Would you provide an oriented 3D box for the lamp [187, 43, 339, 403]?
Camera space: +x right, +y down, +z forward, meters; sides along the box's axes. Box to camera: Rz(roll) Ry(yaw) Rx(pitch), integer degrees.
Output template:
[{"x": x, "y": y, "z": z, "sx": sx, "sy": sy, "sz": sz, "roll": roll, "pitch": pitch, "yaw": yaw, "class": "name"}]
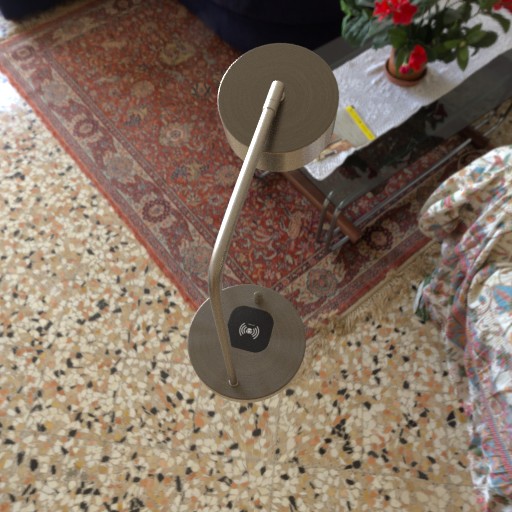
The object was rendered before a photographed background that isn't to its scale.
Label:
[{"x": 0.000, "y": 0.000, "z": 0.635, "sx": 0.211, "sy": 0.469, "sz": 0.334, "roll": 14, "pitch": 63, "yaw": 7, "class": "lamp"}]
